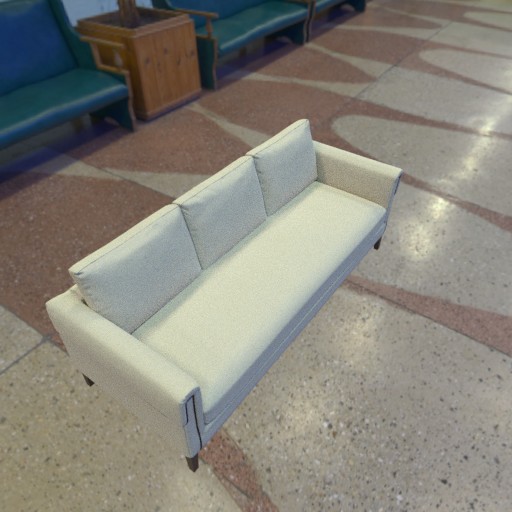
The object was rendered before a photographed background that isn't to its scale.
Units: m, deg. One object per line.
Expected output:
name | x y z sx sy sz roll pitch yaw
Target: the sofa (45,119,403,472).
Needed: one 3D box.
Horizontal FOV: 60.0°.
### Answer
sofa | 0.000 0.000 2.697 0.902 0.911 2.198 26 48 27
